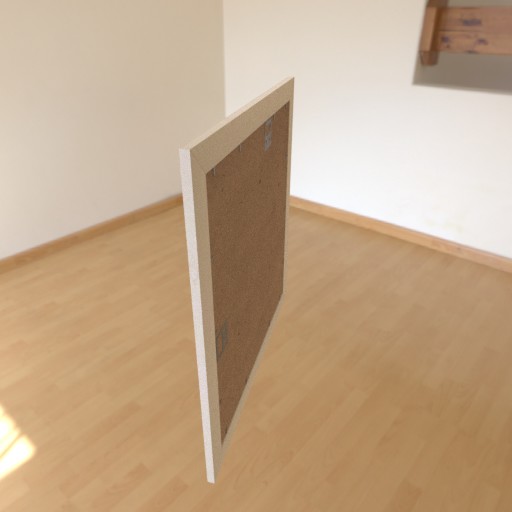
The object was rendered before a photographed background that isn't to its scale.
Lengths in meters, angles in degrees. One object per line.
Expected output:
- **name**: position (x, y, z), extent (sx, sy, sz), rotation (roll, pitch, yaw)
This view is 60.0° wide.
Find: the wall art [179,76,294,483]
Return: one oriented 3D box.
- **wall art**: position (0.000, 0.000, 0.872), extent (0.013, 0.584, 0.584), rotation (8, 30, 13)
